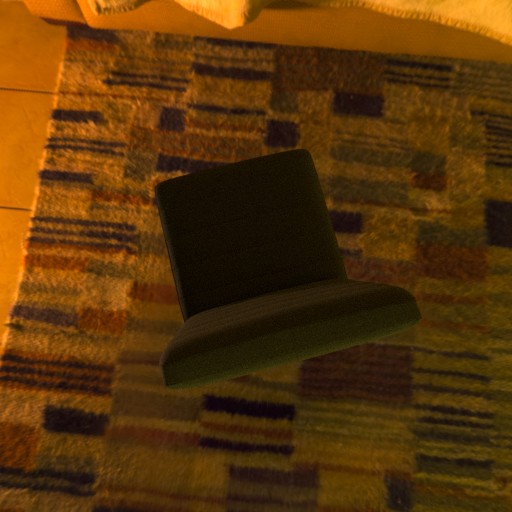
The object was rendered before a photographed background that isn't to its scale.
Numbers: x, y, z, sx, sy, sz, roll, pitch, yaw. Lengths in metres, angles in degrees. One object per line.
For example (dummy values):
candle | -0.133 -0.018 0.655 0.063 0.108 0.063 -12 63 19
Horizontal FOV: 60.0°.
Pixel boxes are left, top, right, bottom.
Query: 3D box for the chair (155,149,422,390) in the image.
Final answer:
chair | 0.000 0.000 1.331 0.520 0.930 0.634 -14 77 -3
